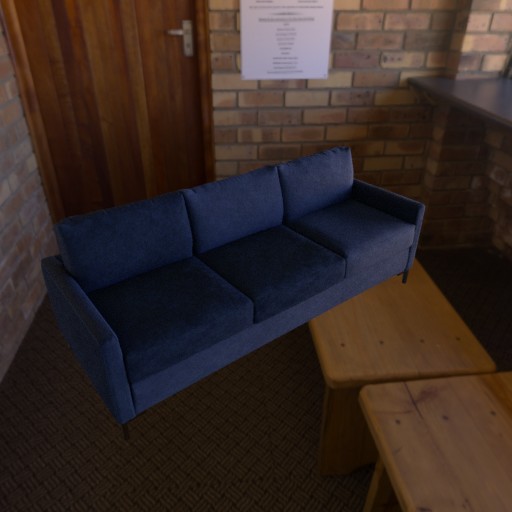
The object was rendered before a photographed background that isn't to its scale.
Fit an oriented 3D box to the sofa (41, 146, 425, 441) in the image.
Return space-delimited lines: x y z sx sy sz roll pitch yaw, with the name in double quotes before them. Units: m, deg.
"sofa" 0.000 0.000 2.718 2.252 0.879 0.875 -22 37 -32
